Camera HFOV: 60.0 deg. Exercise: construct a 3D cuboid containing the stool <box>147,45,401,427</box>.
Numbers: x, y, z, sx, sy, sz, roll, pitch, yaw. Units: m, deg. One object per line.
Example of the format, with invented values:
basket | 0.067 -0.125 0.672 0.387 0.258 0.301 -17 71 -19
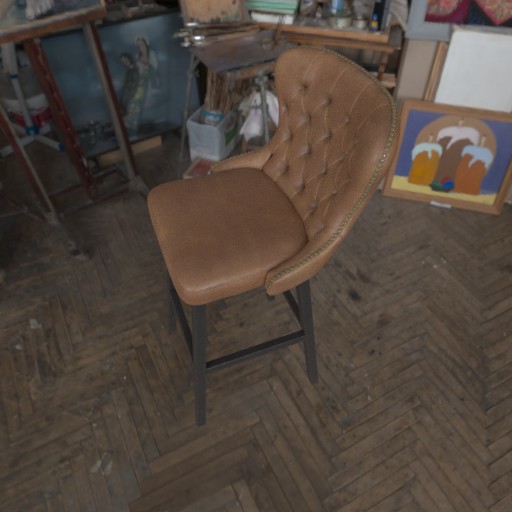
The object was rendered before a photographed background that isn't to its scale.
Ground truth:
stool | 0.000 0.000 1.355 0.601 1.050 0.528 -16 49 -14
